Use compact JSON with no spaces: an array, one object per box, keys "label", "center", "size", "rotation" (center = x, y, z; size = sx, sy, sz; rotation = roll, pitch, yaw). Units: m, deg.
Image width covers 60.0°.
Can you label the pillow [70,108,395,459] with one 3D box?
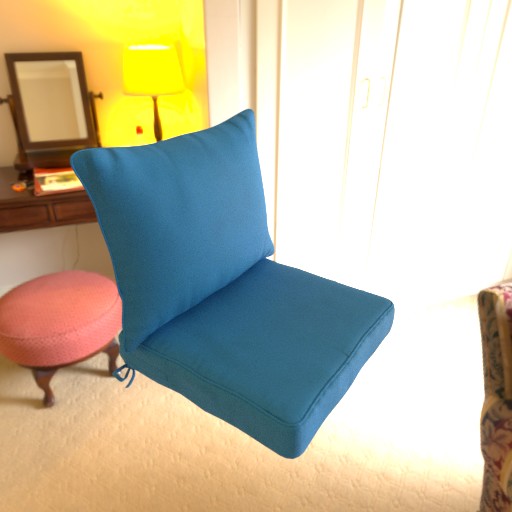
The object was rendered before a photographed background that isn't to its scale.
[{"label":"pillow","center":[0.000,0.000,1.369],"size":[0.733,0.725,0.798],"rotation":[18,33,31]}]
